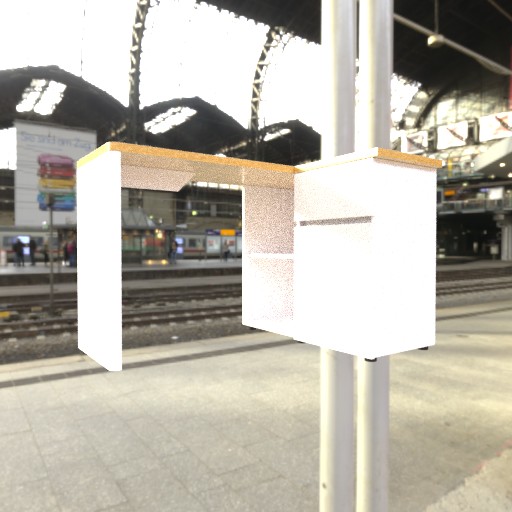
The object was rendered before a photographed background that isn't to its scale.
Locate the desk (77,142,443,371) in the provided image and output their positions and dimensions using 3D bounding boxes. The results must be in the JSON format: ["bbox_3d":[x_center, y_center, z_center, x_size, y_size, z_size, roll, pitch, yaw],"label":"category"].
[{"bbox_3d":[0.000,0.000,1.787,1.170,0.760,0.900,-1,1,-35],"label":"desk"}]
